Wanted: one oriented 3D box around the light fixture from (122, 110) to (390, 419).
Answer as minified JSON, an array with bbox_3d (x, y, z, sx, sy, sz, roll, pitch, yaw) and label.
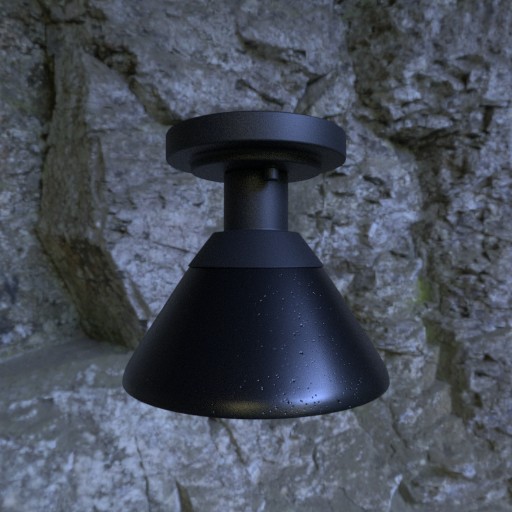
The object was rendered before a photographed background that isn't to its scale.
[{"bbox_3d":[0.000,0.000,0.347,0.200,0.183,0.200,0,0,0],"label":"light fixture"}]
